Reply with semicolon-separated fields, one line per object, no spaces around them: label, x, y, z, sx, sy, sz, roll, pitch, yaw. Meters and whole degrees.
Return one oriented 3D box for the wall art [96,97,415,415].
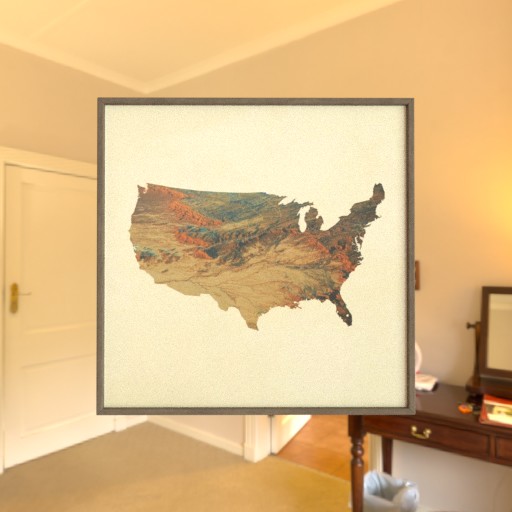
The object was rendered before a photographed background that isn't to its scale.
wall art;0.000;0.000;0.440;0.303;0.302;0.038;0;-1;0
